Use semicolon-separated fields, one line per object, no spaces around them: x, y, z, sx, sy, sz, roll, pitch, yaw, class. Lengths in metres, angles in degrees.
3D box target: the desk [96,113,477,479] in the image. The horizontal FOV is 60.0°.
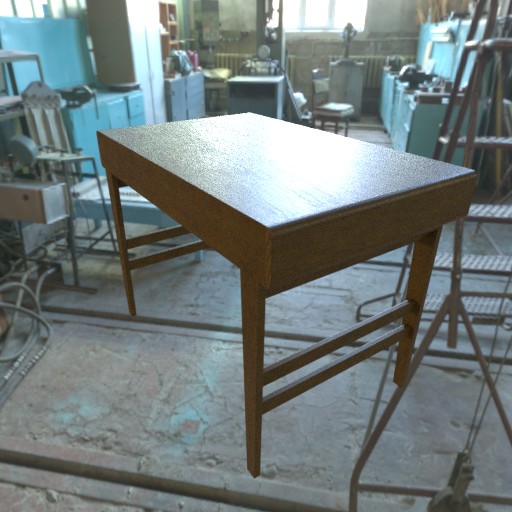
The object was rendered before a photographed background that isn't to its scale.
0.000;0.000;1.535;0.660;0.754;1.066;-17;32;-30;desk
